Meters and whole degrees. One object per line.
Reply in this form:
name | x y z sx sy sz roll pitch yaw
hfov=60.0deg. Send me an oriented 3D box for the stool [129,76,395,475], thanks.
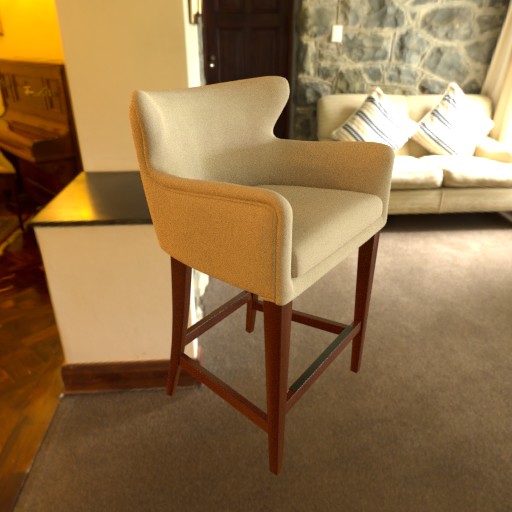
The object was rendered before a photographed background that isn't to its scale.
stool | 0.000 0.000 1.314 0.570 0.951 0.601 18 31 32
